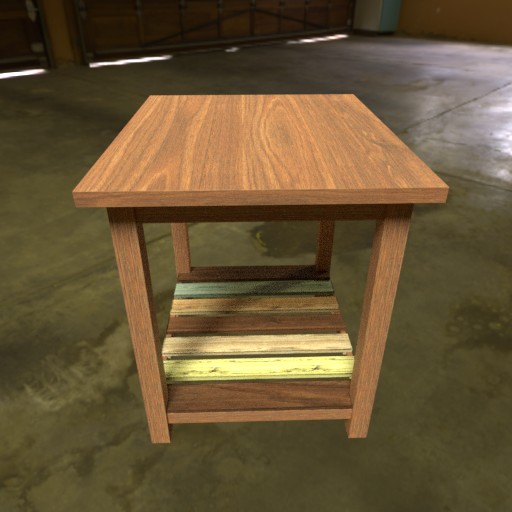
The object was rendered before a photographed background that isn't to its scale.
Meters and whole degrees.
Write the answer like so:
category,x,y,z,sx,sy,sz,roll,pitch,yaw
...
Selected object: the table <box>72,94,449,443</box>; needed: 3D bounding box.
category,x,y,z,sx,sy,sz,roll,pitch,yaw
table,0.000,0.000,1.103,0.559,0.635,0.660,-1,31,-1
